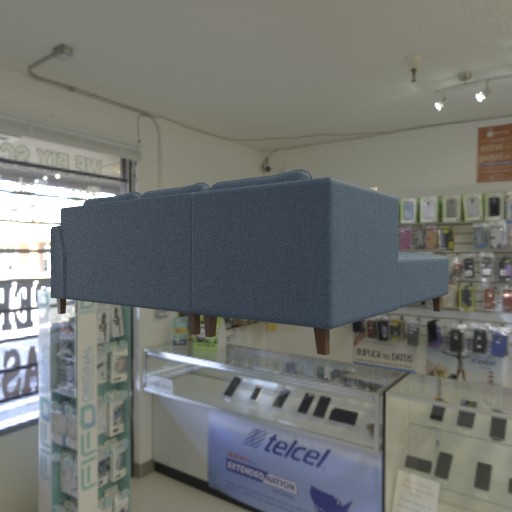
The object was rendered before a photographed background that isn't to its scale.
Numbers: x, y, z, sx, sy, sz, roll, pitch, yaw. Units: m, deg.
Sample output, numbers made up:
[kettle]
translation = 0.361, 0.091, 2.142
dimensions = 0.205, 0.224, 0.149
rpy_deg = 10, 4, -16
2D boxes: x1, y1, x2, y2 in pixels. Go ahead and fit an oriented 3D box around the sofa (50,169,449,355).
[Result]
[sofa]
translation = 0.000, 0.000, 3.100
dimensions = 2.120, 0.787, 1.829
rpy_deg = 0, 0, 37
